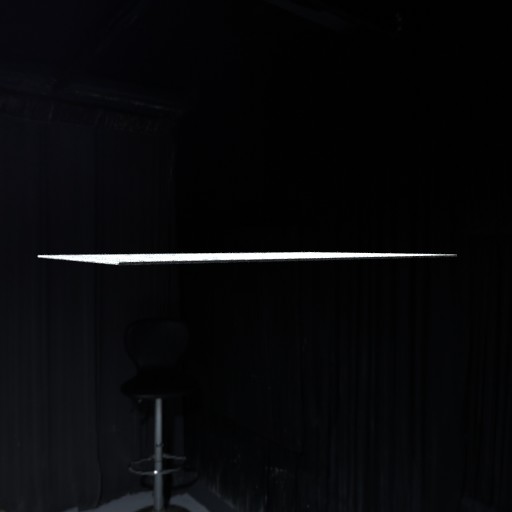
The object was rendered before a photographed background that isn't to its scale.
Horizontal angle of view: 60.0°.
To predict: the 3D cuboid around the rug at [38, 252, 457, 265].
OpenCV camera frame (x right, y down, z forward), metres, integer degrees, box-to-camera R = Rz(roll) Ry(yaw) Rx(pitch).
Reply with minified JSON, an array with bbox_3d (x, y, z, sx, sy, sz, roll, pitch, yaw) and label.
[{"bbox_3d":[0.000,0.000,3.035,2.444,0.012,1.530,-1,2,-37],"label":"rug"}]
